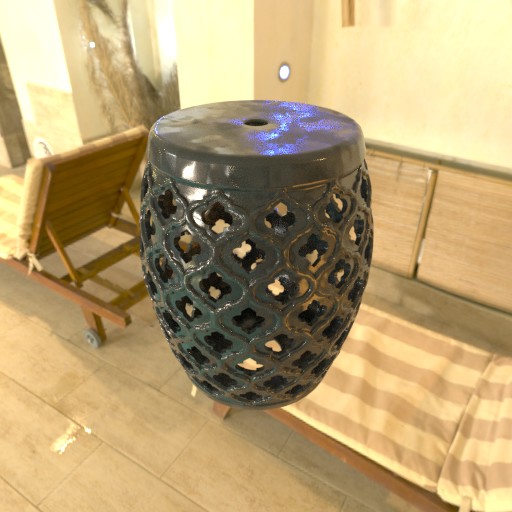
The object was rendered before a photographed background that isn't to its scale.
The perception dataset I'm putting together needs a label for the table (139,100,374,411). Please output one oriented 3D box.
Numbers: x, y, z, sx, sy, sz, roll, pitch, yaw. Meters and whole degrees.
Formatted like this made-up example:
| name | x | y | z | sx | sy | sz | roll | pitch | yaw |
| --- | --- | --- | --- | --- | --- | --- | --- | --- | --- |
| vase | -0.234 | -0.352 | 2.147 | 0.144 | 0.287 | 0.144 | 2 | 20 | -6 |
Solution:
| name | x | y | z | sx | sy | sz | roll | pitch | yaw |
| --- | --- | --- | --- | --- | --- | --- | --- | --- | --- |
| table | 0.000 | 0.000 | 0.649 | 0.325 | 0.388 | 0.325 | 0 | 32 | 0 |
